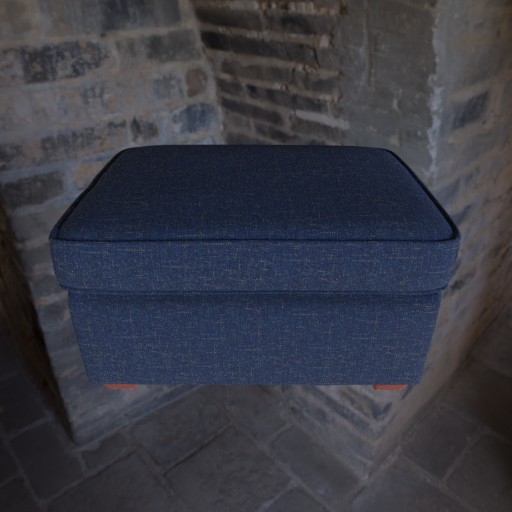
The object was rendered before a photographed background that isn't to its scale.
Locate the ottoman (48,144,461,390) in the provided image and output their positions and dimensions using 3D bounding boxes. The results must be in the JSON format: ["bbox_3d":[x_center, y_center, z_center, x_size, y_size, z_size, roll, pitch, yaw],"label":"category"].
[{"bbox_3d":[0.000,0.000,1.071,0.749,0.450,0.549,0,31,0],"label":"ottoman"}]
